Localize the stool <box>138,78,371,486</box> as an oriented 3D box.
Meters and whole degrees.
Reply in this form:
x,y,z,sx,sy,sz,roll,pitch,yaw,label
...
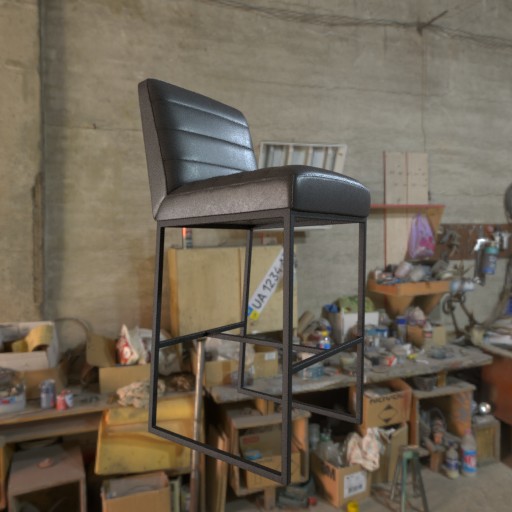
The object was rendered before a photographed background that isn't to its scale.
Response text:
x,y,z,sx,sy,sz,roll,pitch,yaw,label
0.000,0.000,1.328,0.552,1.040,0.457,2,3,36,stool
